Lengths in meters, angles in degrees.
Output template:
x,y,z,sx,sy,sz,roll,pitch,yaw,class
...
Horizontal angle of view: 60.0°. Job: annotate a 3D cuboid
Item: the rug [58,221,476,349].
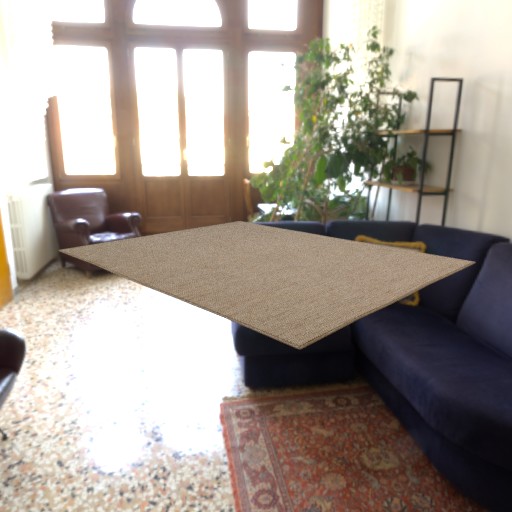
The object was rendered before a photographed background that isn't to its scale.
x,y,z,sx,sy,sz,roll,pitch,yaw,class
0.000,0.000,4.091,2.406,0.012,3.034,-14,19,-43,rug
